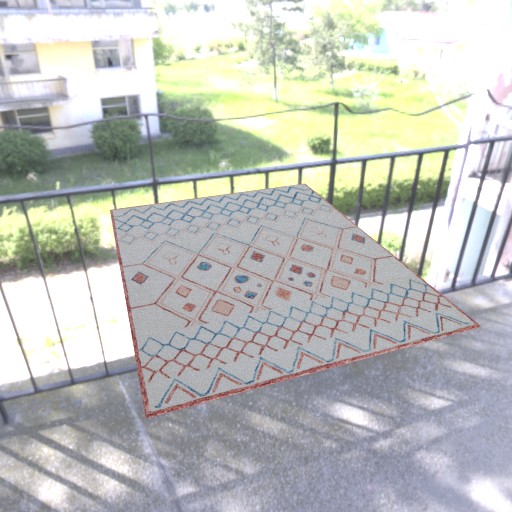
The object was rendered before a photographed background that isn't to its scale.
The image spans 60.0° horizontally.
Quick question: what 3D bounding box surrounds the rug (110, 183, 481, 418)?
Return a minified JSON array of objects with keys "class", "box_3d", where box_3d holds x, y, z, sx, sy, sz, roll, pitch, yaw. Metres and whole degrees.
[{"class":"rug","box_3d":[0.000,0.000,4.150,2.441,0.016,3.050,-10,32,-17]}]
